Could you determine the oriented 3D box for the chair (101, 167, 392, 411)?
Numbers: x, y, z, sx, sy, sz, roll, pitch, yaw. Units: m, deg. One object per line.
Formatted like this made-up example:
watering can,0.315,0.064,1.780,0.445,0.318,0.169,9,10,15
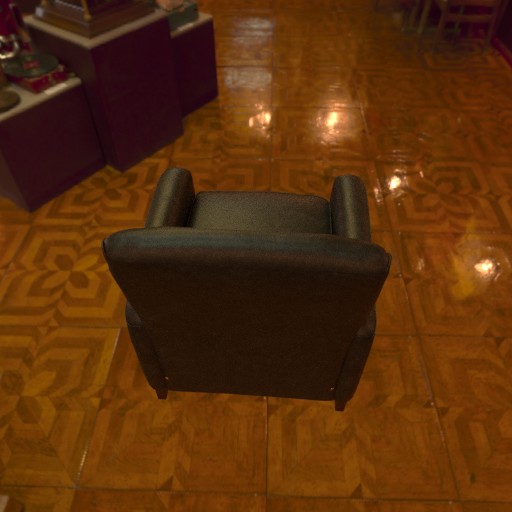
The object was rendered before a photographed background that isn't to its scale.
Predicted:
chair,0.000,0.000,1.636,0.848,1.014,0.864,3,47,3
